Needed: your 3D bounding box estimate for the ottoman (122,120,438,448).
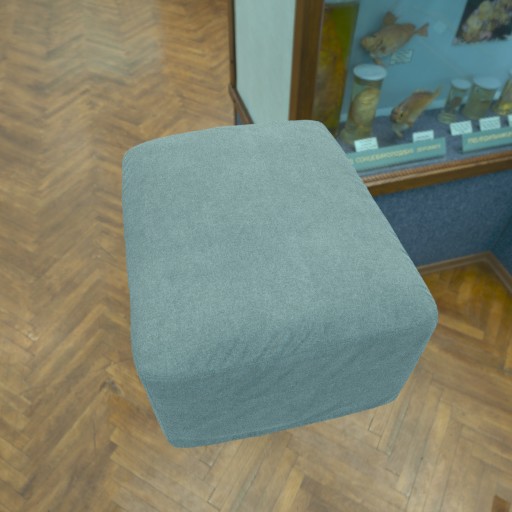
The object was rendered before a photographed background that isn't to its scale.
[{"bbox_3d":[0.000,0.000,1.268,0.683,0.481,0.837,-10,50,-9],"label":"ottoman"}]
